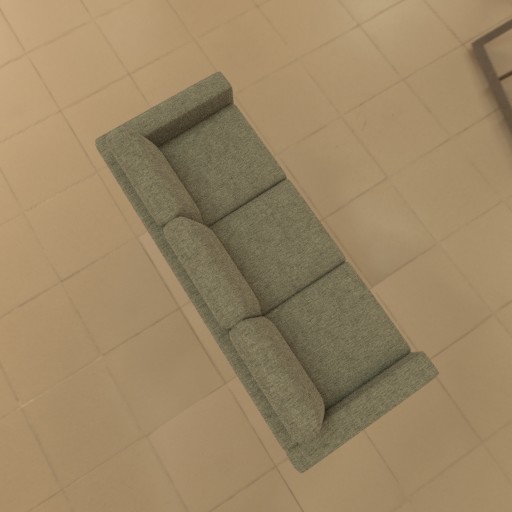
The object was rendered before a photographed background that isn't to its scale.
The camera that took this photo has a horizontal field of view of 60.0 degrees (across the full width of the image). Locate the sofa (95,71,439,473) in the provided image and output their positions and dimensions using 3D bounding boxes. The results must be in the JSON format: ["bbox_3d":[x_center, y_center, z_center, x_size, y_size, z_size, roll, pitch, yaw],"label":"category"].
[{"bbox_3d":[0.000,0.000,2.587,0.900,0.800,2.160,-32,78,-8],"label":"sofa"}]
